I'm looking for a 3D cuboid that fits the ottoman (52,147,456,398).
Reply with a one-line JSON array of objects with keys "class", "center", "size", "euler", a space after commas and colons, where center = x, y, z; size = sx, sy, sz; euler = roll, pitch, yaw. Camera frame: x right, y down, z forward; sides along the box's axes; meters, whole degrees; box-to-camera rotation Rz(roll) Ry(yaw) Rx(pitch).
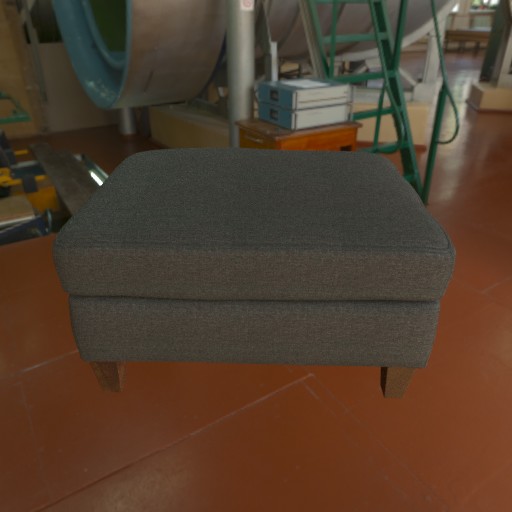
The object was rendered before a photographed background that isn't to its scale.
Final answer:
[{"class": "ottoman", "center": [0.000, 0.000, 1.224], "size": [0.826, 0.496, 0.639], "euler": [1, 30, 1]}]
